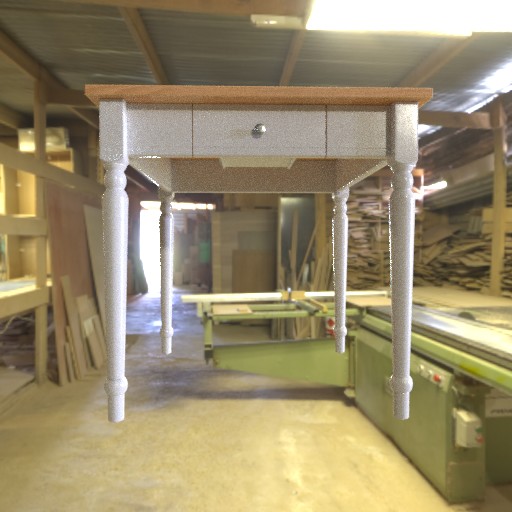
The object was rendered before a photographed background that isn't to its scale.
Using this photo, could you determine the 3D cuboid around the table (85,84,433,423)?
[{"bbox_3d":[0.000,0.000,1.327,0.747,0.738,0.747,0,1,-2],"label":"table"}]
